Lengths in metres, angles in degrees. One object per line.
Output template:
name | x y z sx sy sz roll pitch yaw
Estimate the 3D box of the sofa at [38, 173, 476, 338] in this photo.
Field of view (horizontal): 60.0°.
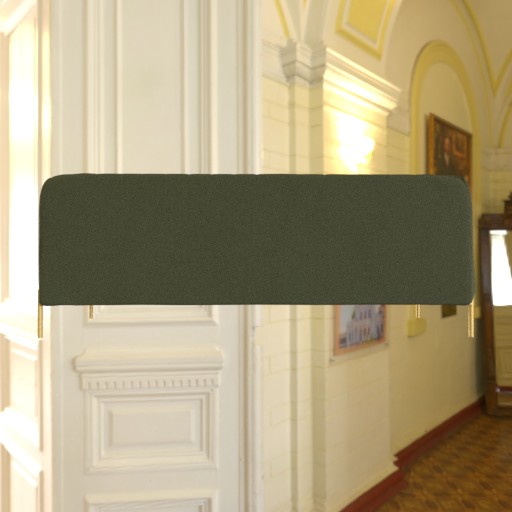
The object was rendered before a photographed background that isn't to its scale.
sofa | 0.000 0.000 2.526 2.137 0.793 0.896 0 0 -1
